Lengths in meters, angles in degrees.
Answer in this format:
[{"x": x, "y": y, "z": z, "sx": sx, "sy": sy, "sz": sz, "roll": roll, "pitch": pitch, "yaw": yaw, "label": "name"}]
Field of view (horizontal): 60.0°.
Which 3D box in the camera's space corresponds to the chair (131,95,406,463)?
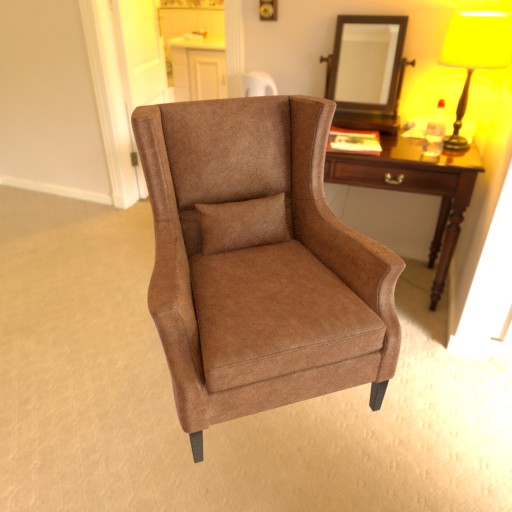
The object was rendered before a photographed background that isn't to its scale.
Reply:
[{"x": 0.000, "y": 0.000, "z": 1.682, "sx": 0.853, "sy": 1.016, "sz": 0.926, "roll": -10, "pitch": 33, "yaw": -15, "label": "chair"}]
